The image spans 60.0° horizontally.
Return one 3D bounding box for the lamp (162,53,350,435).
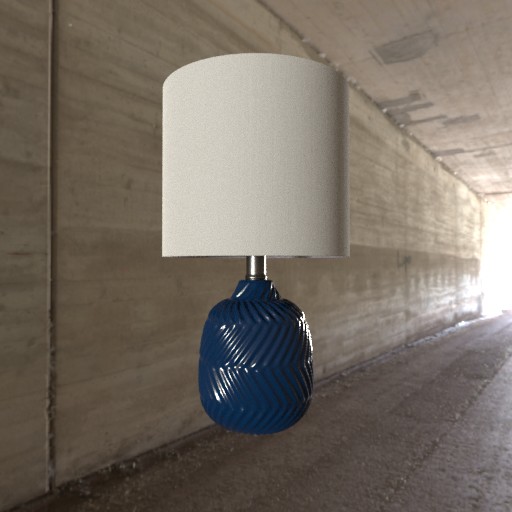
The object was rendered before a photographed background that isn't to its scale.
[{"bbox_3d":[0.000,0.000,0.491,0.203,0.368,0.203,0,-1,0],"label":"lamp"}]
